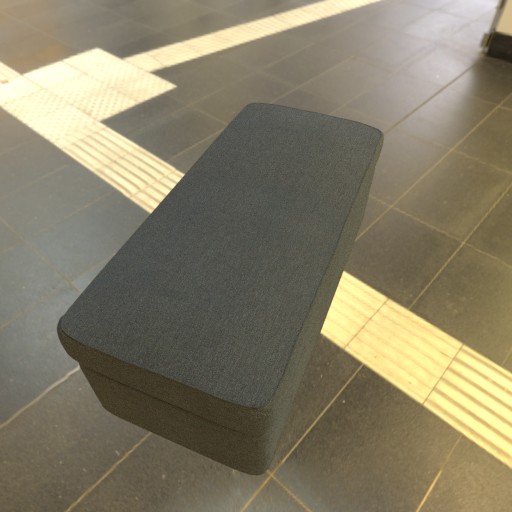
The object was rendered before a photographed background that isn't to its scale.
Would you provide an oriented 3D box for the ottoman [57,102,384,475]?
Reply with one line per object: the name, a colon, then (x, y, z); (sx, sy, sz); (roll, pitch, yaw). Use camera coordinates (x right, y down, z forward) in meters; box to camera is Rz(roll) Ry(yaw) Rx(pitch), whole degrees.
ottoman: (0.000, 0.000, 1.369); (0.515, 0.460, 1.110); (17, 49, 15)
